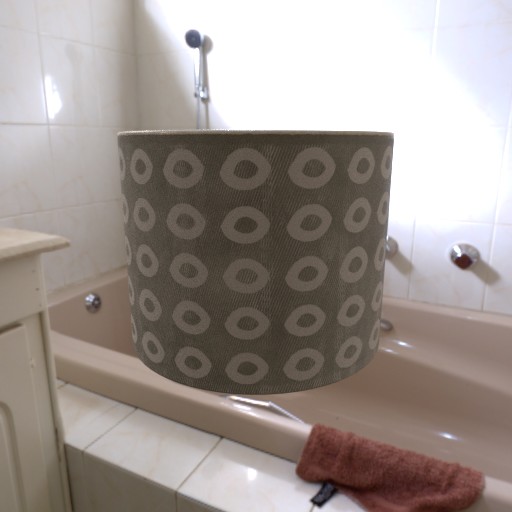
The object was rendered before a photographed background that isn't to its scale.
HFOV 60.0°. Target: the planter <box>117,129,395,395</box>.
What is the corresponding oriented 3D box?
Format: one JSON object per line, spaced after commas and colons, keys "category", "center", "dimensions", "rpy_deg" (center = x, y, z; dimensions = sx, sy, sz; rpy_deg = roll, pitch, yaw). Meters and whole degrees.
{"category": "planter", "center": [0.000, 0.000, 0.339], "dimensions": [0.190, 0.181, 0.190], "rpy_deg": [0, 14, 0]}
